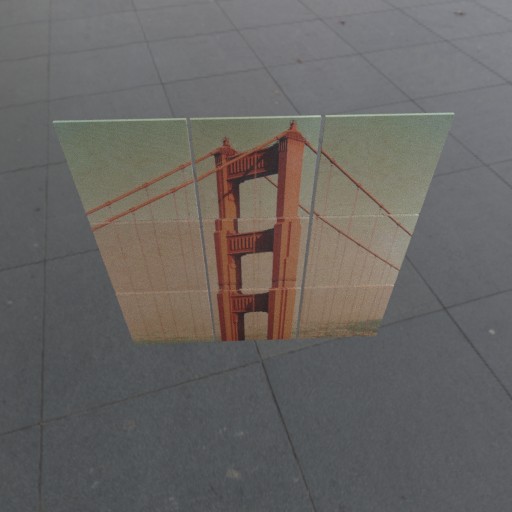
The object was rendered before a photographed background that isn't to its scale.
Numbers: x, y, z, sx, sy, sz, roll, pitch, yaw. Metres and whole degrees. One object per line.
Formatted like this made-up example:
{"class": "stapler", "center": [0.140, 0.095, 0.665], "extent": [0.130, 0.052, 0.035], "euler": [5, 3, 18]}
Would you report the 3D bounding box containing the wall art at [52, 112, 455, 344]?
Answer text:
{"class": "wall art", "center": [0.000, 0.000, 2.227], "extent": [1.517, 1.523, 0.013], "euler": [-2, 47, -2]}
